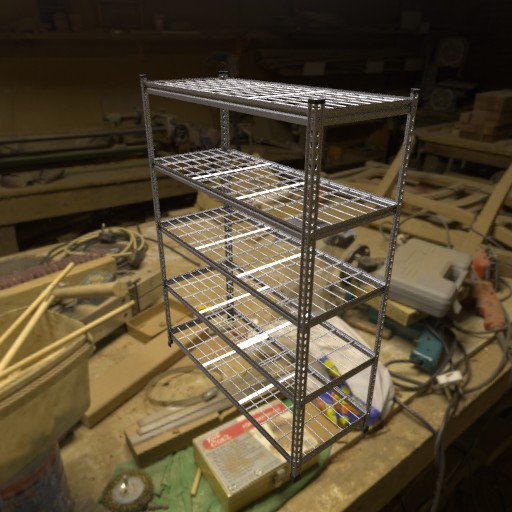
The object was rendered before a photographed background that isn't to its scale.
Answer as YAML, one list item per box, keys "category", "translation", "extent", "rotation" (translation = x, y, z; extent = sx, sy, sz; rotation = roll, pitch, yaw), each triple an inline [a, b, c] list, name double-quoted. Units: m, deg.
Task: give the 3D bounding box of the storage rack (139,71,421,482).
- category: "storage rack"
  translation: [0.000, 0.000, 2.690]
  extent: [0.610, 1.981, 1.524]
  rotation: [-18, 31, -33]
